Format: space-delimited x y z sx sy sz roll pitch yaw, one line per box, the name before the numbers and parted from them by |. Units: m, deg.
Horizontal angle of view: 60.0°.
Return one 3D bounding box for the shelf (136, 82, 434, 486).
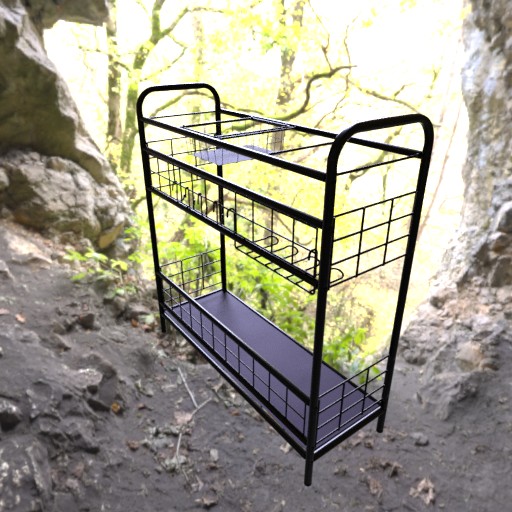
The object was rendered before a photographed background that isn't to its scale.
shelf | 0.000 0.000 1.499 0.350 1.026 0.961 -18 32 -33
